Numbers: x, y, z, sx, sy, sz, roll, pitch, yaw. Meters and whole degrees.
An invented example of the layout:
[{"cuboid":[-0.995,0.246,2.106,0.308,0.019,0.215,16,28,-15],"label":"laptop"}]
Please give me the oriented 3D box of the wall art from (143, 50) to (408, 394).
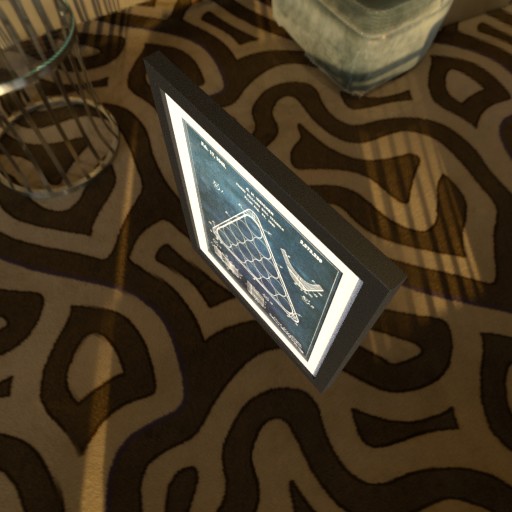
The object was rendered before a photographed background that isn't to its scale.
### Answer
[{"cuboid":[0.000,0.000,0.731,0.025,0.508,0.432,-36,68,-18],"label":"wall art"}]
